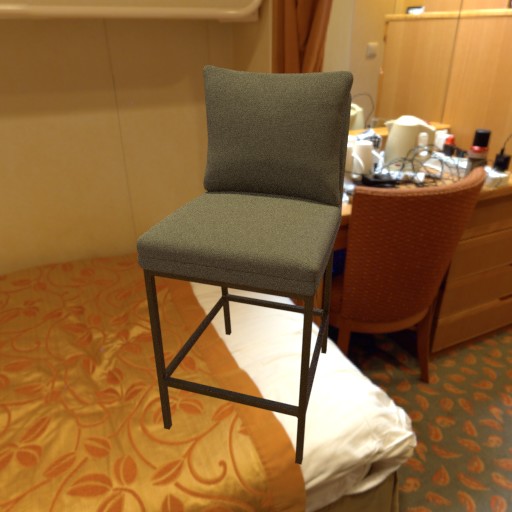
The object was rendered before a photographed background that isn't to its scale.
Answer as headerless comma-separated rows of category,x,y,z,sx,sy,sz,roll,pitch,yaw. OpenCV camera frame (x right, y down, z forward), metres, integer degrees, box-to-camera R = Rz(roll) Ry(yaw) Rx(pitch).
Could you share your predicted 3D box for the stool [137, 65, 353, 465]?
stool,0.000,0.000,1.339,0.463,1.031,0.569,8,28,15
